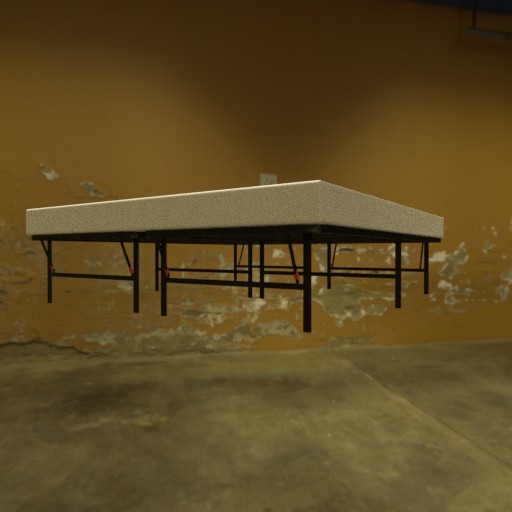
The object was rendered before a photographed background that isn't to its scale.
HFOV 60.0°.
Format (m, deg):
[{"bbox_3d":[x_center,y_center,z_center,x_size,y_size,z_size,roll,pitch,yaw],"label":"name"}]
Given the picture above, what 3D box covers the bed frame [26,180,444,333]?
[{"bbox_3d":[0.000,0.000,2.938,1.930,0.559,2.032,0,1,34],"label":"bed frame"}]
